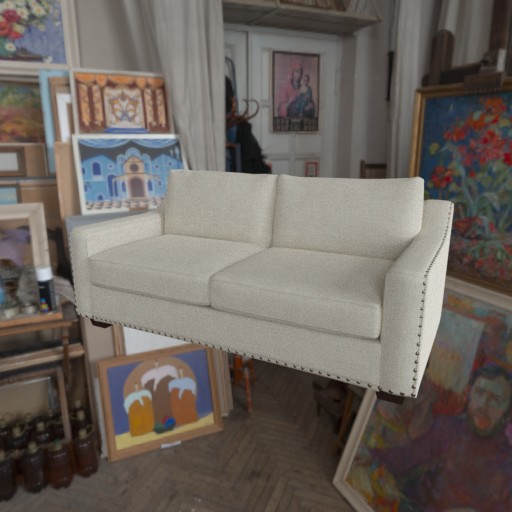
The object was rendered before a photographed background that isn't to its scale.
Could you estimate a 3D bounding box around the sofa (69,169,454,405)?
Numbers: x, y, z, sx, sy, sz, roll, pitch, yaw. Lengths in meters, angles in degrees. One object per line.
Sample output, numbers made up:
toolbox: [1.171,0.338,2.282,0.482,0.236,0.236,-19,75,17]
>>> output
sofa: [0.000,0.000,2.738,2.107,0.983,1.104,7,16,27]
